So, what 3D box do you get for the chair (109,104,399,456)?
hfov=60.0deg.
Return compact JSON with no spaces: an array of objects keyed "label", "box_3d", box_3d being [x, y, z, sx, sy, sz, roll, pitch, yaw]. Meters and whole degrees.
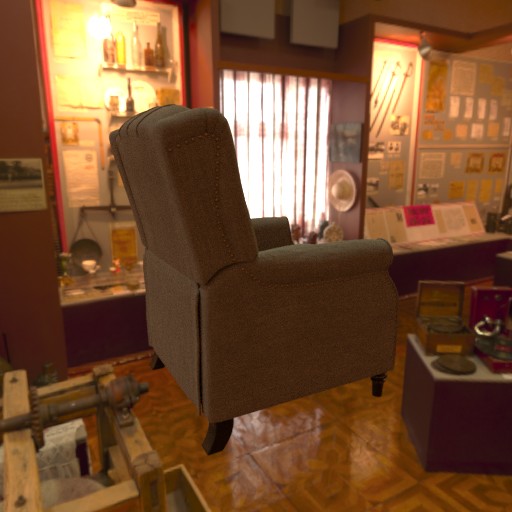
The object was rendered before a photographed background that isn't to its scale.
[{"label":"chair","box_3d":[0.000,0.000,1.656,0.898,1.035,0.742,-7,15,-27]}]
